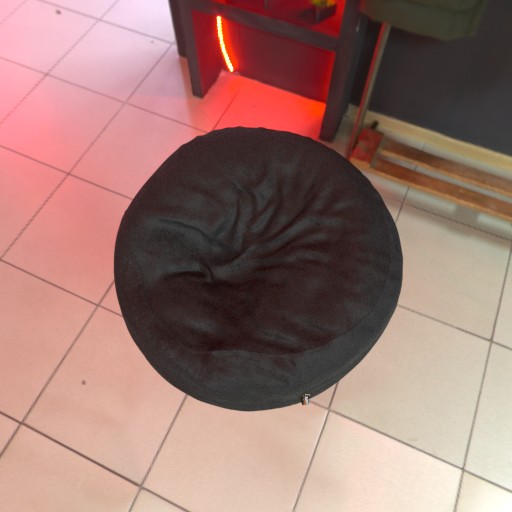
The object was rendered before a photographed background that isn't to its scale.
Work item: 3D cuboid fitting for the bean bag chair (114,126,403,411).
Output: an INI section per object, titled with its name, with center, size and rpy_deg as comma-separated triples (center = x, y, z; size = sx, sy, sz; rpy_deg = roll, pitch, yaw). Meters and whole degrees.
[bean bag chair]
center = 0.000, 0.000, 2.371
size = 1.525, 0.751, 1.525
rpy_deg = 0, 63, 0
